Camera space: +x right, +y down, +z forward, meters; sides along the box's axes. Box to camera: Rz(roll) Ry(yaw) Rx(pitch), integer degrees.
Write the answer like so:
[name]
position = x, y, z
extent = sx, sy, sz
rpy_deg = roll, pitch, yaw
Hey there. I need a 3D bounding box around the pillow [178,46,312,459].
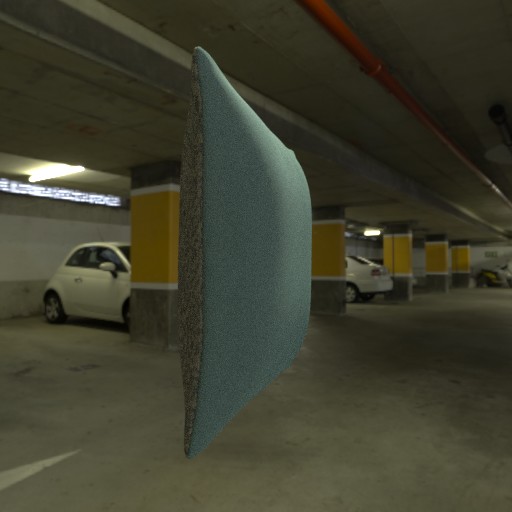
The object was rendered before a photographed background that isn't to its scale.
[pillow]
position = 0.000, 0.000, 0.791
extent = 0.166, 0.507, 0.526
rpy_deg = 0, -1, 17
